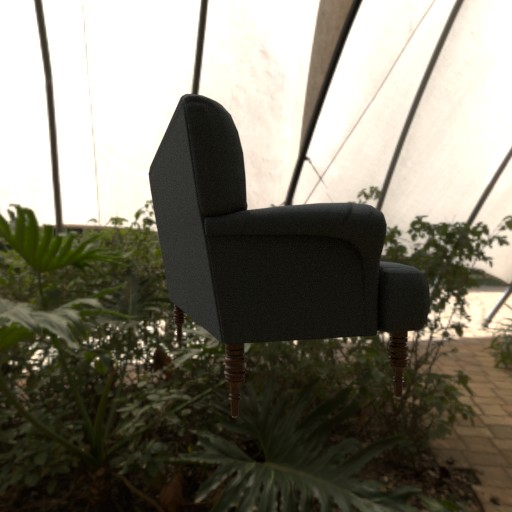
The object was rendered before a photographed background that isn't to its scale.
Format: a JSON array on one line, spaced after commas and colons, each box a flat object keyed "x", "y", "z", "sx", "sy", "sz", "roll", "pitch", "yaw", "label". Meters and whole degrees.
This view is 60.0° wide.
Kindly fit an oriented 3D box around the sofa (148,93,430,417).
[{"x": 0.000, "y": 0.000, "z": 1.825, "sx": 0.779, "sy": 0.889, "sz": 1.297, "roll": 0, "pitch": 1, "yaw": -18, "label": "sofa"}]
